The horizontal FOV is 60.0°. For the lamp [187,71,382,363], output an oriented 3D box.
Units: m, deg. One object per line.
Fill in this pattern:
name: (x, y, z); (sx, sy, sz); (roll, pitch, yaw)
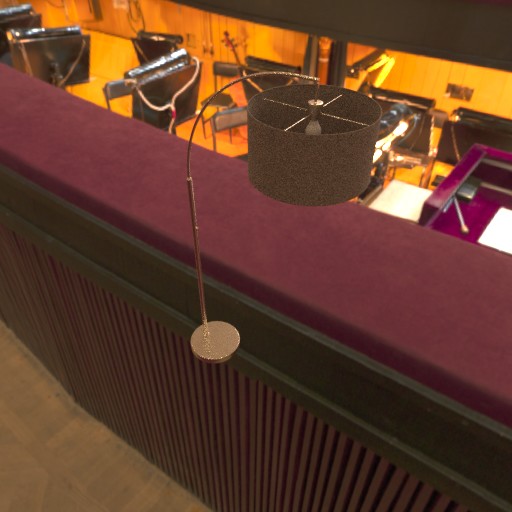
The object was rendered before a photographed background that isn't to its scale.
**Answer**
lamp: (0.000, 0.000, 2.101); (0.934, 1.735, 0.452); (25, 46, 27)
